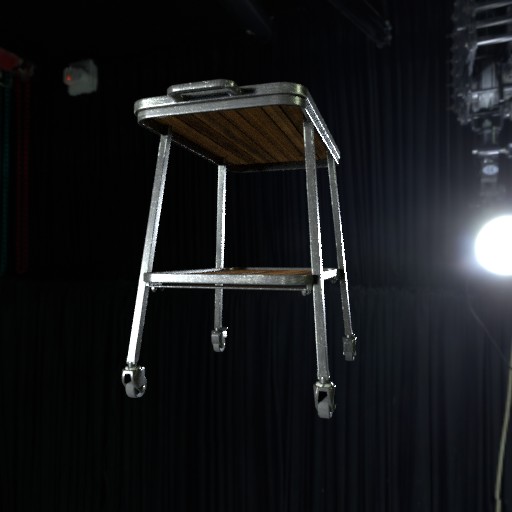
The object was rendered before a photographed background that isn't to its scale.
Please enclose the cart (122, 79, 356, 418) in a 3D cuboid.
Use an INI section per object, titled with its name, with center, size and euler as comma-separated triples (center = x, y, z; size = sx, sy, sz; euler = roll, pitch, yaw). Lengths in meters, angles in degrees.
[cart]
center = 0.000, 0.000, 1.268
size = 0.515, 0.700, 0.806
euler = 0, 0, 17
